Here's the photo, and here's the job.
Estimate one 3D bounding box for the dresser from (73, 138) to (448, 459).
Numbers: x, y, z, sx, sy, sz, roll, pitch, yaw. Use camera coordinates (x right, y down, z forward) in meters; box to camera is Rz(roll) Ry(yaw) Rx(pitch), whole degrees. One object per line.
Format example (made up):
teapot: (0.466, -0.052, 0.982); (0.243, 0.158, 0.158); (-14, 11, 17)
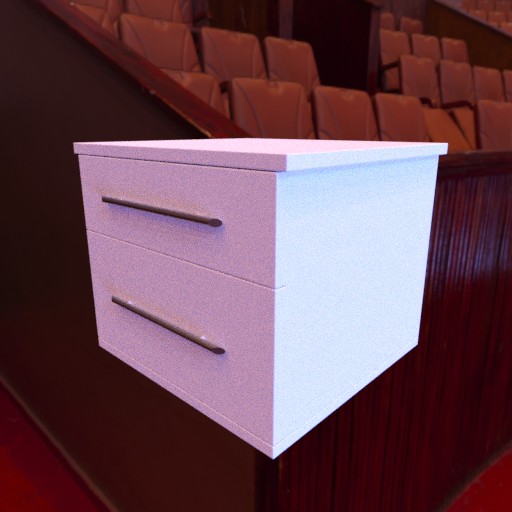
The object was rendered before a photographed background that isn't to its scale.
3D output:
dresser: (0.000, 0.000, 0.729); (0.430, 0.360, 0.400); (15, 22, 41)
